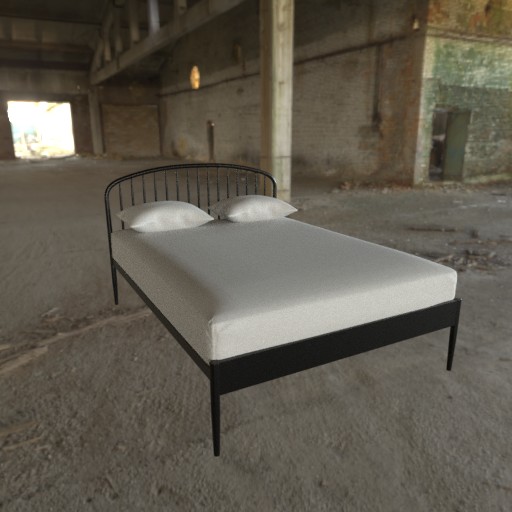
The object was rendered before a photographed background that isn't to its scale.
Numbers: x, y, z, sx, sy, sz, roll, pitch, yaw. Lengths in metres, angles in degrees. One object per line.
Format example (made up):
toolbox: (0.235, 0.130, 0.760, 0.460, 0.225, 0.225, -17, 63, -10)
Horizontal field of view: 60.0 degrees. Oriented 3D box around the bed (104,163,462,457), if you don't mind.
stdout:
bed: (0.000, 0.000, 3.131, 1.618, 1.166, 2.159, -8, 17, -28)
